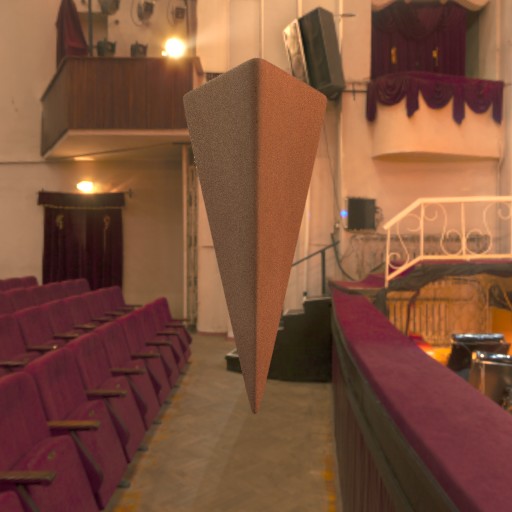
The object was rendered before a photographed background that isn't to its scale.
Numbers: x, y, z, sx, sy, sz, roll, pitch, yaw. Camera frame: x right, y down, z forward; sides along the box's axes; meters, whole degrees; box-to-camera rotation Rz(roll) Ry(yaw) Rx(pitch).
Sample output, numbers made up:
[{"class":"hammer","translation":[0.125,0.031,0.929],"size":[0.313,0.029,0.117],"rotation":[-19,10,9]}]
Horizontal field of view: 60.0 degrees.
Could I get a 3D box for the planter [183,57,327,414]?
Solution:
[{"class":"planter","translation":[0.000,0.000,0.277],"size":[0.101,0.224,0.081],"rotation":[0,0,-1]}]
